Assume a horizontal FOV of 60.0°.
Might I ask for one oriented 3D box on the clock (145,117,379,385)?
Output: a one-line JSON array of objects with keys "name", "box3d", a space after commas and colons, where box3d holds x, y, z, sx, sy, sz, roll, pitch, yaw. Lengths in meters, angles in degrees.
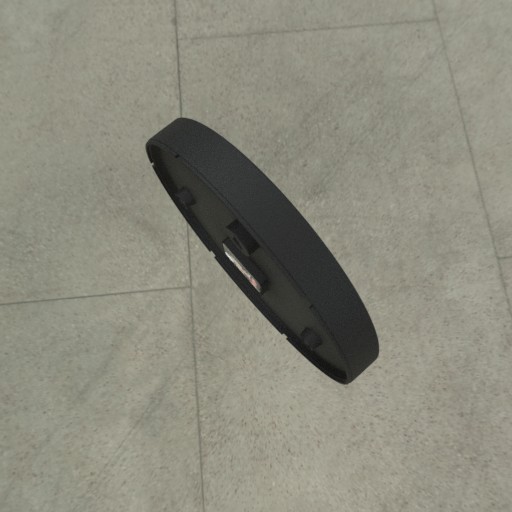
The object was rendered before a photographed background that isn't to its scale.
[{"name": "clock", "box3d": [0.000, 0.000, 0.437, 0.040, 0.293, 0.293, -40, 78, -10]}]
